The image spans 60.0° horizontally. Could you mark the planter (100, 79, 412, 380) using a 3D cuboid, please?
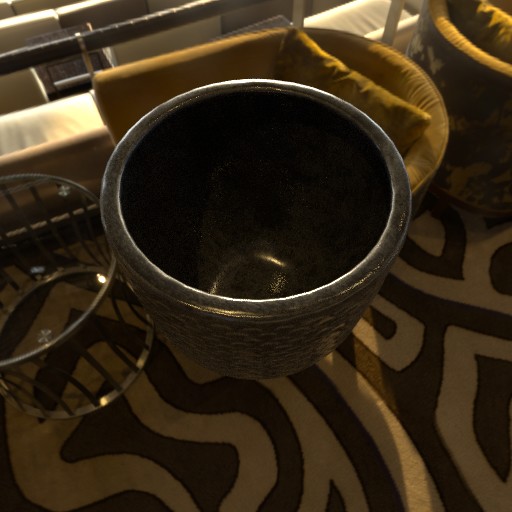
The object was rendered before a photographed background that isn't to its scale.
[{"bbox_3d":[0.000,0.000,0.359,0.197,0.191,0.197,0,58,0],"label":"planter"}]
